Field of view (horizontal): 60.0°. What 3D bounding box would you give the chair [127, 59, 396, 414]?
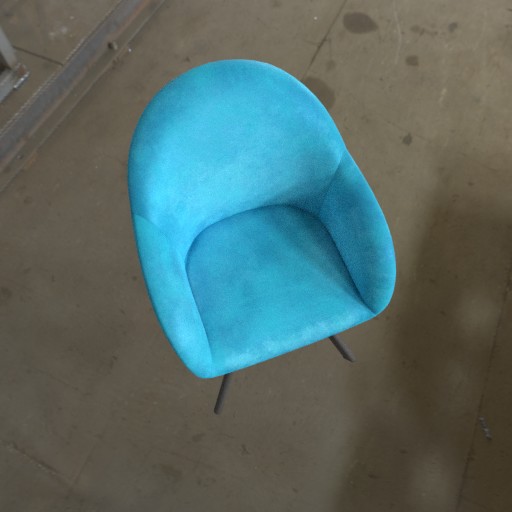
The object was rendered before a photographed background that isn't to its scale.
[{"bbox_3d":[0.000,0.000,1.182,0.550,0.795,0.590,-19,66,-9],"label":"chair"}]
